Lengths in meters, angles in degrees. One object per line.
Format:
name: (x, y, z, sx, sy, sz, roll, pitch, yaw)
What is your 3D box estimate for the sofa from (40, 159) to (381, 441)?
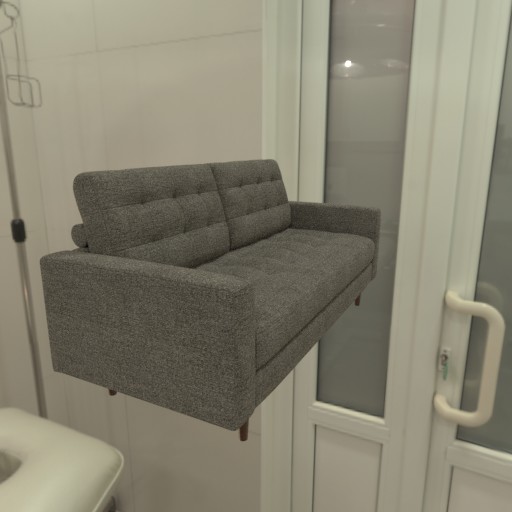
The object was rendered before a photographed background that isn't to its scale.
sofa: (0.000, 0.000, 2.229, 0.863, 0.902, 1.821, 7, 16, 27)
